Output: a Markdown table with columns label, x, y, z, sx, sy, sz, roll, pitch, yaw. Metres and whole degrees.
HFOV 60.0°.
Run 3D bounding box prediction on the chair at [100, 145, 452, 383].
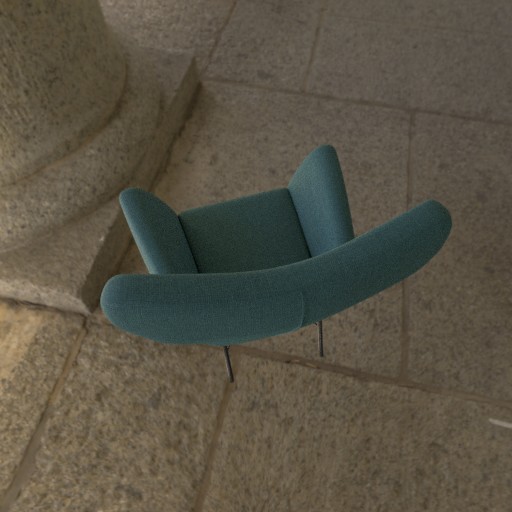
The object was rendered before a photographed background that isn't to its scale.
| label | x | y | z | sx | sy | sz | roll | pitch | yaw |
| --- | --- | --- | --- | --- | --- | --- | --- | --- | --- |
| chair | 0.000 | 0.000 | 1.782 | 1.050 | 0.980 | 0.900 | -14 | 59 | -9 |
